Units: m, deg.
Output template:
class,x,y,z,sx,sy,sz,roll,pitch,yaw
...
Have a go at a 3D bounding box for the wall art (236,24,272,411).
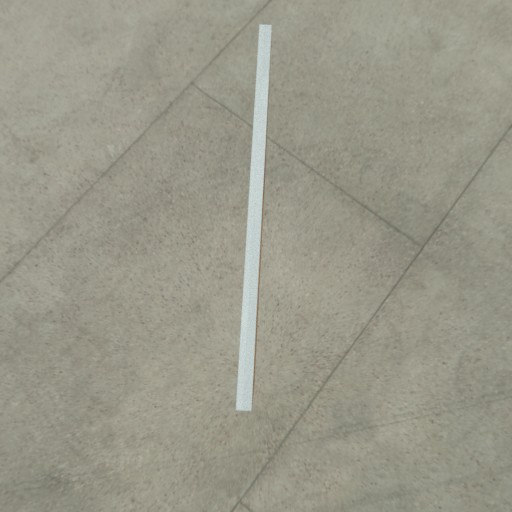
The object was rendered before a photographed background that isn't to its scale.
class,x,y,z,sx,sy,sz,roll,pitch,yaw
wall art,0.000,0.000,1.002,0.021,0.710,0.609,3,75,1
